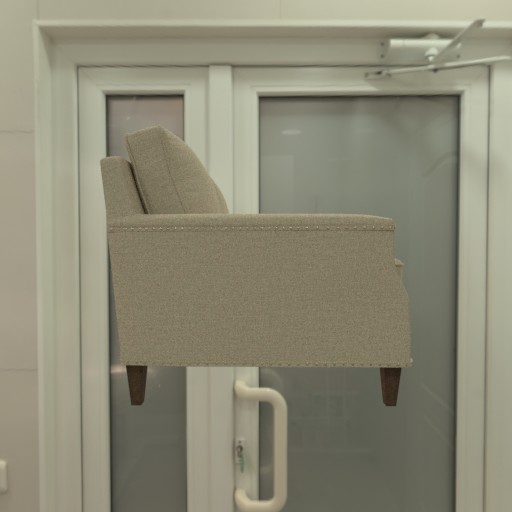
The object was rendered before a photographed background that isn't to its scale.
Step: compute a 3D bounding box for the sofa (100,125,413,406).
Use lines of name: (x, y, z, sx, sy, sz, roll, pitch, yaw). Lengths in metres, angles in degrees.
sofa: (0.000, 0.000, 2.261, 1.084, 1.003, 1.597, 0, 2, 1)
